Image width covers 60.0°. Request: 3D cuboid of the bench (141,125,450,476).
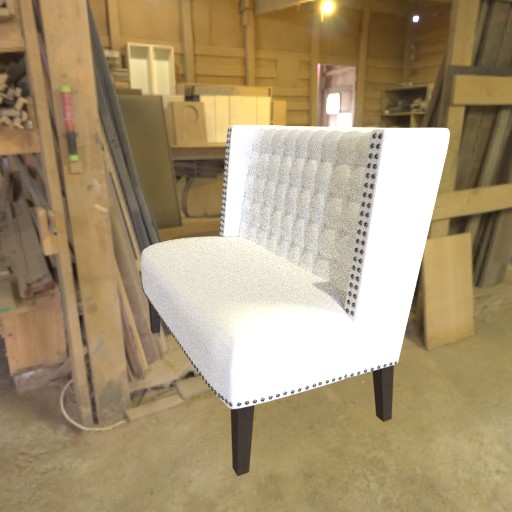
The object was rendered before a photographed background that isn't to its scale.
[{"bbox_3d":[0.000,0.000,2.008,0.847,1.123,1.280,-8,19,-25],"label":"bench"}]
